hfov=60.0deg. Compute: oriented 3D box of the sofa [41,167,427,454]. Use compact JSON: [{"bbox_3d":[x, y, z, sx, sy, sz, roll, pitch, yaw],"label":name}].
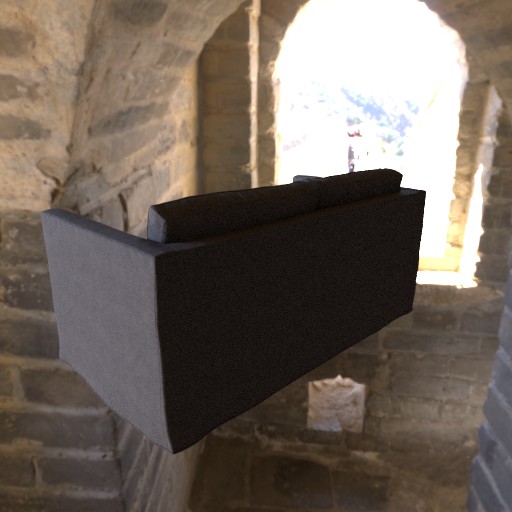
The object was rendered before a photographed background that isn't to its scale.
[{"bbox_3d":[0.000,0.000,2.305,1.802,0.854,0.974,-17,24,-42],"label":"sofa"}]
